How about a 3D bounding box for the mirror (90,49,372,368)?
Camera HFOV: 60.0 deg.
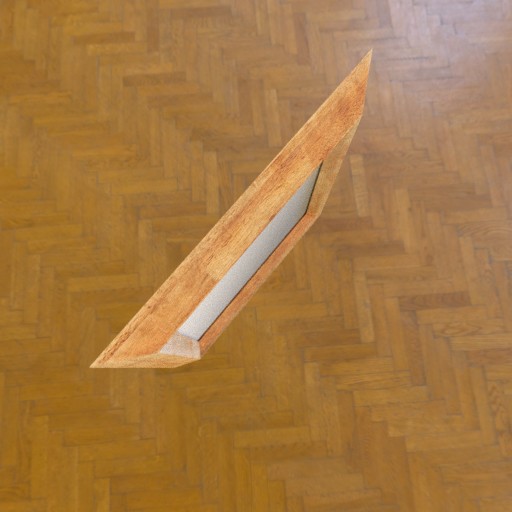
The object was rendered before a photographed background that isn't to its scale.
[{"bbox_3d":[0.000,0.000,0.969,0.047,0.651,0.651,39,79,9],"label":"mirror"}]
